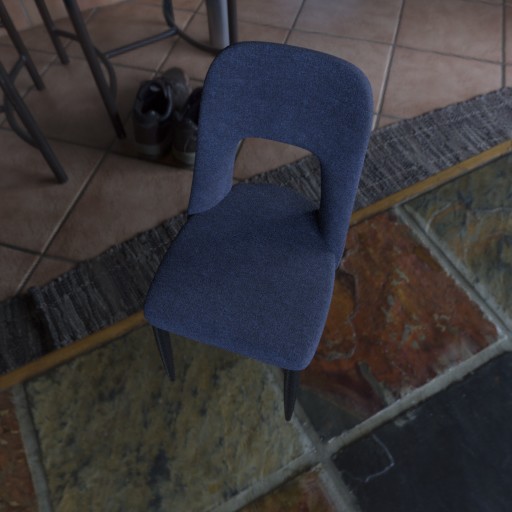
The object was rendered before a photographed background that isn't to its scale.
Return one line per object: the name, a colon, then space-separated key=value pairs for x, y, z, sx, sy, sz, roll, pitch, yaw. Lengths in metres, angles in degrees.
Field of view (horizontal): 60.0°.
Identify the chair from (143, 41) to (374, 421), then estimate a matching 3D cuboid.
chair: x=0.000 y=0.000 z=1.257 sx=0.470 sy=0.931 sz=0.612 roll=16 pitch=59 yaw=10
